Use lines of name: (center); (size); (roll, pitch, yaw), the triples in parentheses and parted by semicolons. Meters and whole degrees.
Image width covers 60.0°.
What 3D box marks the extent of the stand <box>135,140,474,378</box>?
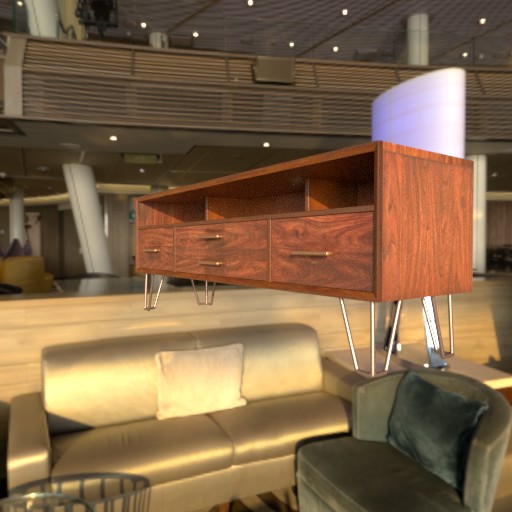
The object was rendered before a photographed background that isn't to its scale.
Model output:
stand: (0.000, 0.000, 1.890); (0.481, 0.610, 1.626); (-1, 2, -36)
